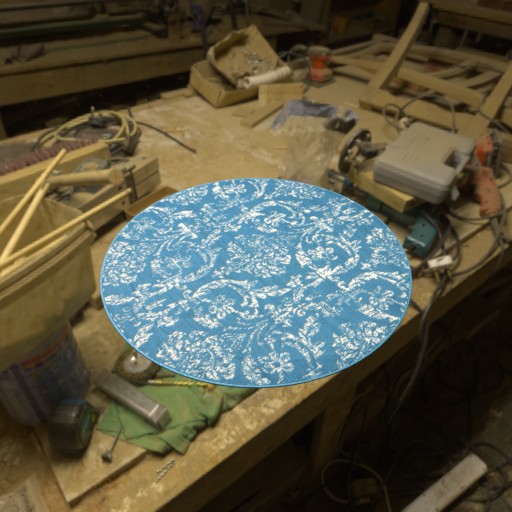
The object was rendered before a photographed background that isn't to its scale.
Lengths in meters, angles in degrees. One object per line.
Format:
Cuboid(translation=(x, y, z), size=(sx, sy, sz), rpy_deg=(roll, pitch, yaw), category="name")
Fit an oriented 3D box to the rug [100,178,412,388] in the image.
Cuboid(translation=(0.000, 0.000, 2.341), size=(1.593, 0.012, 1.593), rpy_deg=(0, 40, 0), category="rug")
